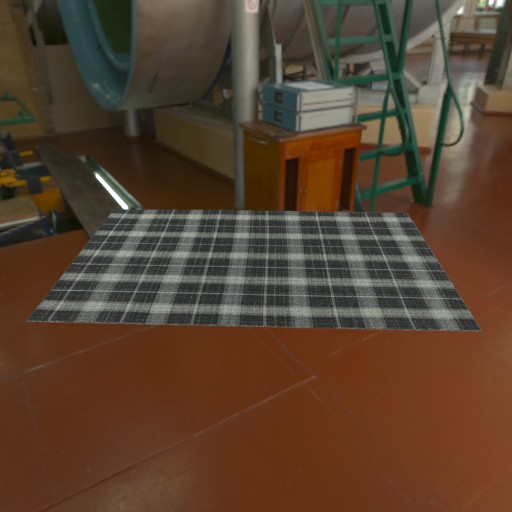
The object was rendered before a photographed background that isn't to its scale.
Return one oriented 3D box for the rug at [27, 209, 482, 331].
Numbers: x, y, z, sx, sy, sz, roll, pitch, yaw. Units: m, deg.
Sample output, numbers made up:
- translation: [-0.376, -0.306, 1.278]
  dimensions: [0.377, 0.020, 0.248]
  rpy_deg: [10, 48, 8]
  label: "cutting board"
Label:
- translation: [0.000, 0.000, 3.014]
  dimensions: [2.434, 0.015, 1.520]
  rpy_deg: [1, 30, 2]
  label: "rug"
